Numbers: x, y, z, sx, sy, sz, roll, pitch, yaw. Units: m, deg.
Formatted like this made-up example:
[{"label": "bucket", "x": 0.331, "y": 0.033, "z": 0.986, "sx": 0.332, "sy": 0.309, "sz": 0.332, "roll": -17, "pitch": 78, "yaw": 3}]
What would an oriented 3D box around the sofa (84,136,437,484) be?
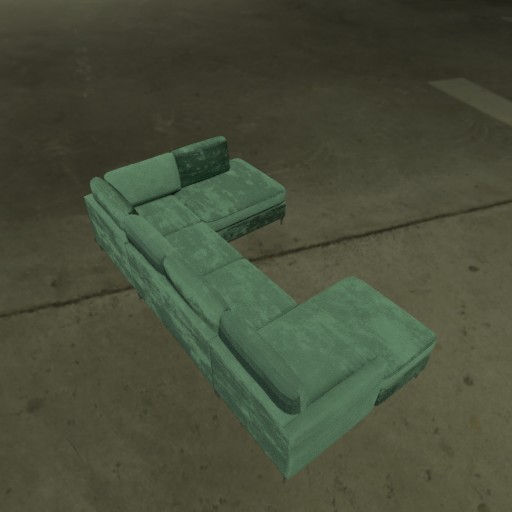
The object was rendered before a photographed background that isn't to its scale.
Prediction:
[{"label": "sofa", "x": 0.000, "y": 0.000, "z": 4.324, "sx": 2.055, "sy": 0.992, "sz": 3.434, "roll": -26, "pitch": 47, "yaw": -28}]
